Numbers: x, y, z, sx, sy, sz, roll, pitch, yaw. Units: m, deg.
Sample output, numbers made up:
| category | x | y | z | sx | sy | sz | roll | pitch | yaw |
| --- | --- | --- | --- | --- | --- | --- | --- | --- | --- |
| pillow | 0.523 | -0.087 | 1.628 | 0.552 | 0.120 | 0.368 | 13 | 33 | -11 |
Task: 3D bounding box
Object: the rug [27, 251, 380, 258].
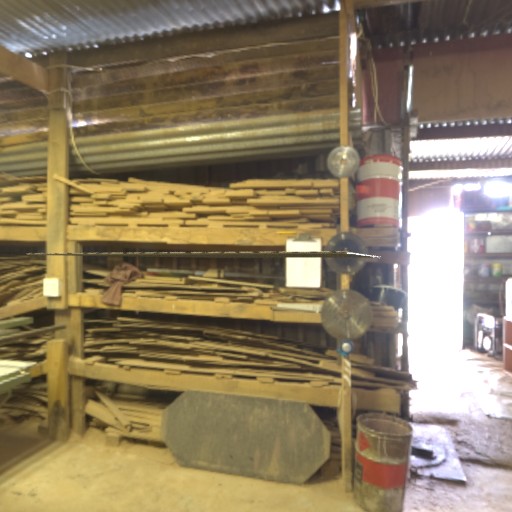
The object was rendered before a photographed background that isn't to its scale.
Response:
| category | x | y | z | sx | sy | sz | roll | pitch | yaw |
| --- | --- | --- | --- | --- | --- | --- | --- | --- | --- |
| rug | 0.000 | 0.000 | 3.039 | 1.523 | 0.008 | 2.438 | 0 | -1 | 19 |
